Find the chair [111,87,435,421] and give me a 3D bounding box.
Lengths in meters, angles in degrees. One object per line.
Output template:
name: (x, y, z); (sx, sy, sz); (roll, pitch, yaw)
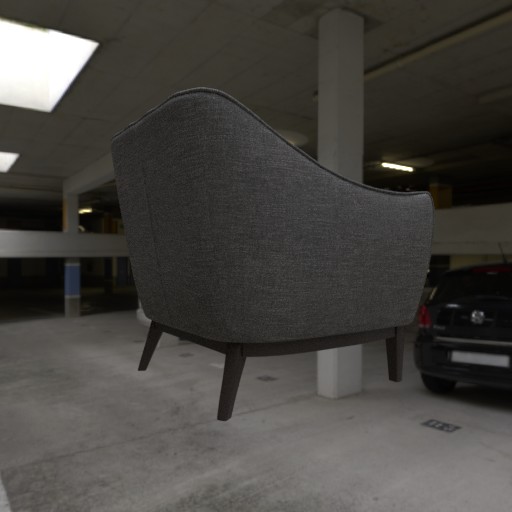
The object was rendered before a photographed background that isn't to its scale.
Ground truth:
chair: (0.000, 0.000, 1.540); (0.851, 0.829, 0.870); (0, 1, -35)
